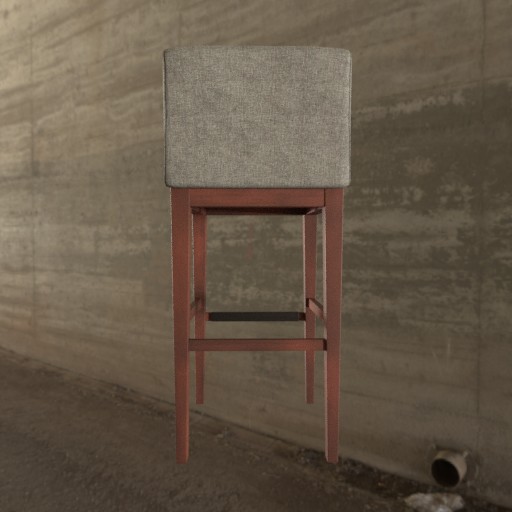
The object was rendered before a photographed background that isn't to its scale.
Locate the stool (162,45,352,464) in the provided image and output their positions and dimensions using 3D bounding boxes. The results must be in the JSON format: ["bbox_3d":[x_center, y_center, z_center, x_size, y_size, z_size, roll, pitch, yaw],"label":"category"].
[{"bbox_3d":[0.000,0.000,1.230,0.426,0.965,0.499,0,1,-1],"label":"stool"}]
